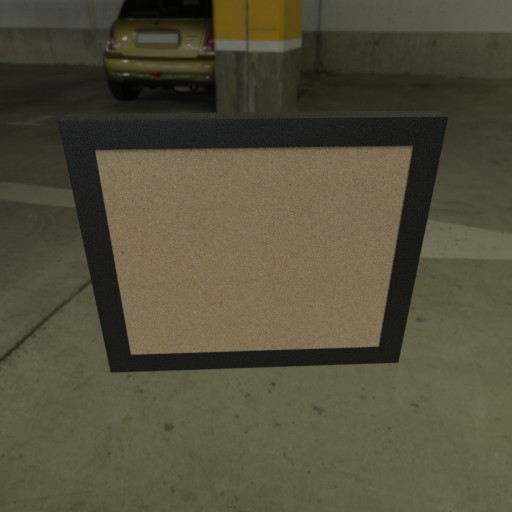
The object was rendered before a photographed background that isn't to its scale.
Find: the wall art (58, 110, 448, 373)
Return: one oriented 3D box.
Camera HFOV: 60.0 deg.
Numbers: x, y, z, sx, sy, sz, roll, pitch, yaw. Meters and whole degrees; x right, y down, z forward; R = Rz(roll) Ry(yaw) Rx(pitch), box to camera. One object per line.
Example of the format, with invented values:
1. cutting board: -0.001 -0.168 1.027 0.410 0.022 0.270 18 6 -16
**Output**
1. wall art: 0.000 0.000 0.520 0.381 0.321 0.028 -1 29 -2
